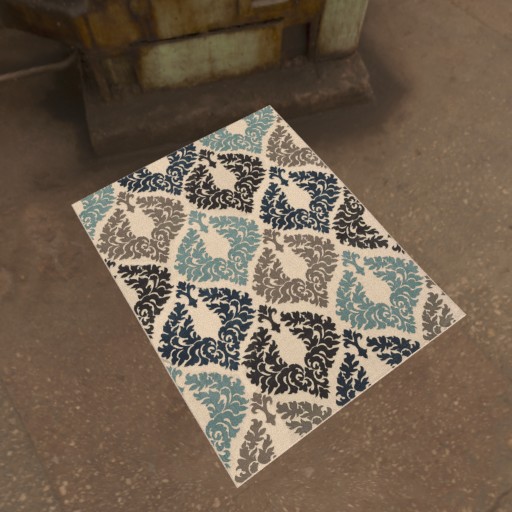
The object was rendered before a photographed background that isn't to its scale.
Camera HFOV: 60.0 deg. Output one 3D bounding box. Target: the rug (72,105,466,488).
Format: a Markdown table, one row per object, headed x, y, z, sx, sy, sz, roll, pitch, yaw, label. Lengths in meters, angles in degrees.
| x | y | z | sx | sy | sz | roll | pitch | yaw | label |
| --- | --- | --- | --- | --- | --- | --- | --- | --- | --- |
| 0.000 | 0.000 | 4.165 | 2.423 | 0.014 | 3.040 | -31 | 67 | -15 | rug |
